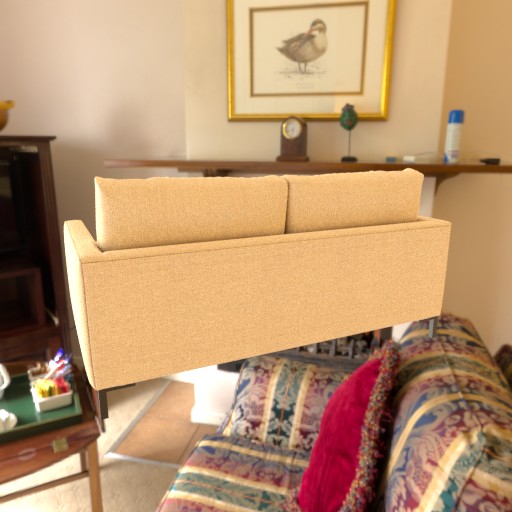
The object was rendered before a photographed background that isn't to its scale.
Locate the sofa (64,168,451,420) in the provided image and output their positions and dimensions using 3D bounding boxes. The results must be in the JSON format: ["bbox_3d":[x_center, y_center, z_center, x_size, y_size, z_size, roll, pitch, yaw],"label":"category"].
[{"bbox_3d":[0.000,0.000,2.112,1.651,0.812,0.839,-7,15,-25],"label":"sofa"}]
